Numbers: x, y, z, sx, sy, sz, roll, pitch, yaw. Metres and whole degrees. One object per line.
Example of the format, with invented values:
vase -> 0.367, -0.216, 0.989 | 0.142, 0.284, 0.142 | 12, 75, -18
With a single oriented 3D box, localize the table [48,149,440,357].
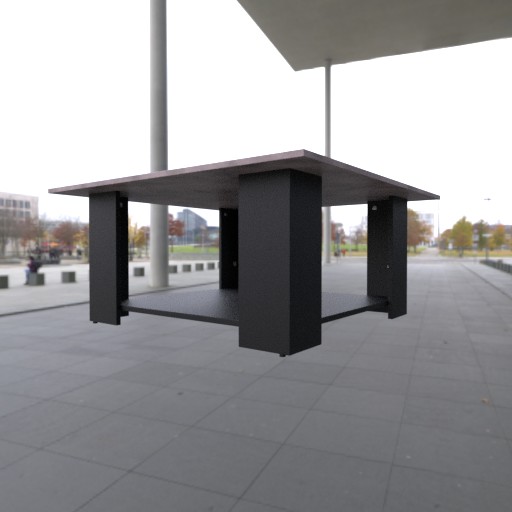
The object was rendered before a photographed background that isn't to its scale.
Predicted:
table -> 0.000, 0.000, 1.066 | 0.670, 0.305, 0.670 | 1, 1, 37
